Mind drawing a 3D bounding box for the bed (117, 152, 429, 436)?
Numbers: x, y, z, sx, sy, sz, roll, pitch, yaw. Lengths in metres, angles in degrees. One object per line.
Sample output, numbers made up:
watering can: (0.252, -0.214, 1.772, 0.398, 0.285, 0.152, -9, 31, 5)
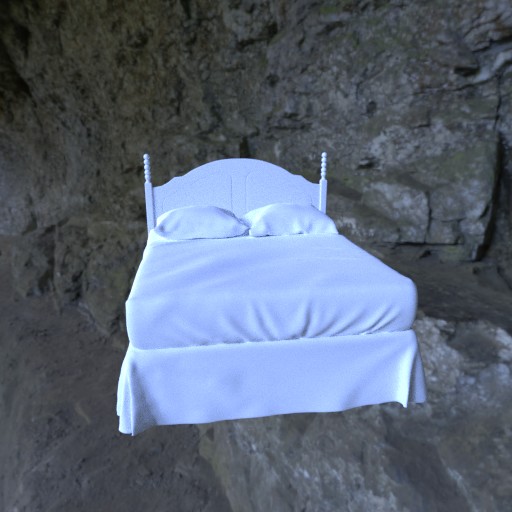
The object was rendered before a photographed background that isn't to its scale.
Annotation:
bed: (0.000, 0.000, 3.200, 1.873, 1.356, 2.040, -2, 16, -9)
